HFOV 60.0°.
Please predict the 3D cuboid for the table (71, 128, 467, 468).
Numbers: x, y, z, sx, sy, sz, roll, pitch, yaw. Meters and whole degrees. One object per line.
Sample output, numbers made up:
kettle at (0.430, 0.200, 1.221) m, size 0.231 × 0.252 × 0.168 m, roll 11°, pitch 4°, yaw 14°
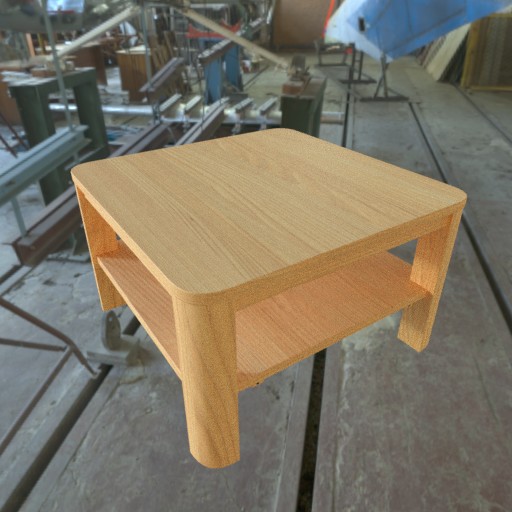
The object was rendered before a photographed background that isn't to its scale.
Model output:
table at (0.000, 0.000, 1.237) m, size 0.750 × 0.450 × 0.750 m, roll -19°, pitch 36°, yaw -29°
